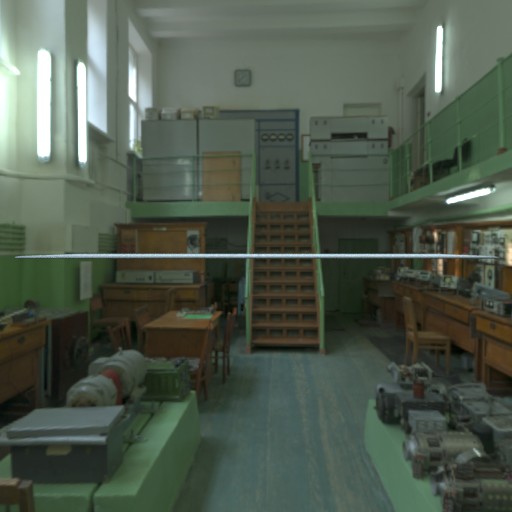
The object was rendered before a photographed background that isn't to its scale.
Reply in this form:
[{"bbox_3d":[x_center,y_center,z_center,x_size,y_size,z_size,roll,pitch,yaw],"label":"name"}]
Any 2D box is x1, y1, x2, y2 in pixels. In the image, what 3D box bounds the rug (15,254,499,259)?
[{"bbox_3d":[0.000,0.000,2.338,2.196,0.011,0.662,0,1,1],"label":"rug"}]
